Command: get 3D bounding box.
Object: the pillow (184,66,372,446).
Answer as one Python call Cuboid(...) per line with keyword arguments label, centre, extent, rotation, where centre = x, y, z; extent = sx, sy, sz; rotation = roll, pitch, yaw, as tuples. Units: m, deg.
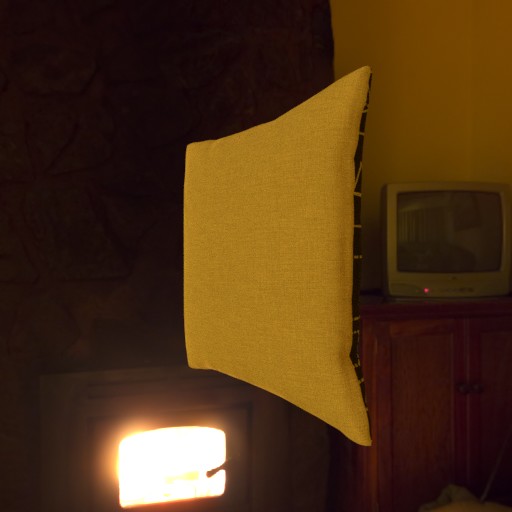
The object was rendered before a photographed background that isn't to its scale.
Cuboid(label="pillow", centre=(0.000, 0.000, 0.797), extent=(0.158, 0.508, 0.517), rotation=(0, 0, -36))
